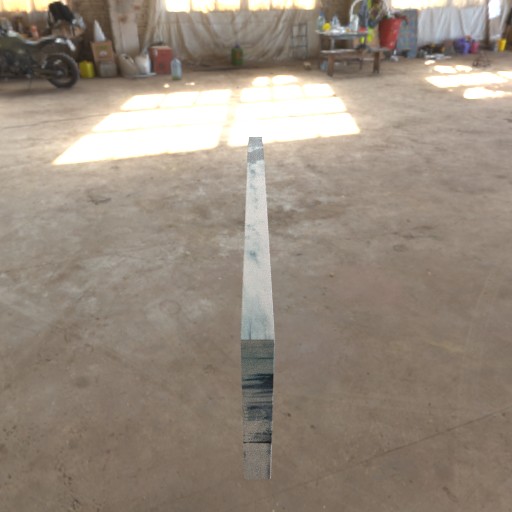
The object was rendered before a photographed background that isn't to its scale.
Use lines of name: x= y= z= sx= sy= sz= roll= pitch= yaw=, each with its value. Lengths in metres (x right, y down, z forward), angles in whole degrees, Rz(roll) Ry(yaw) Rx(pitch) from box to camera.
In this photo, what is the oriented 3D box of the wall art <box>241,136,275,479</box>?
wall art: x=0.000 y=0.000 z=0.863 sx=0.037 sy=0.251 sz=0.759 roll=0 pitch=31 yaw=0
